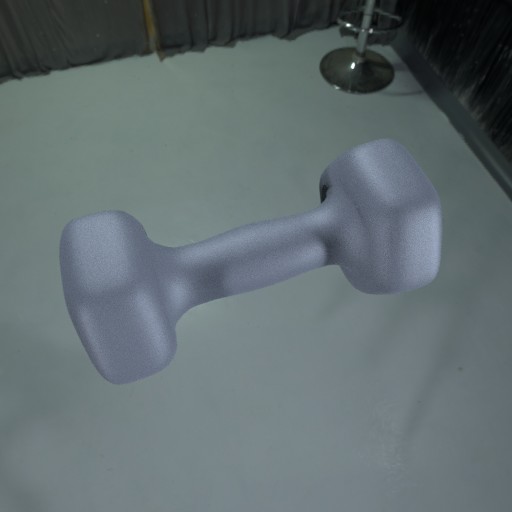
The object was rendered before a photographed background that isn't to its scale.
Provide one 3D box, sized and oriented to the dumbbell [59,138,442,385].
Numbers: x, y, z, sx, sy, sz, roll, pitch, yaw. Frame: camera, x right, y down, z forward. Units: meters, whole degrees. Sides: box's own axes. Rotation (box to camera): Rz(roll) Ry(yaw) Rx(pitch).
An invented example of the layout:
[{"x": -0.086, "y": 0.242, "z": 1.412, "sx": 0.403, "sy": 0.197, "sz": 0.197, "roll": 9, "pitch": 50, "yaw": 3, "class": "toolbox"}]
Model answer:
[{"x": 0.000, "y": 0.000, "z": 0.302, "sx": 0.240, "sy": 0.105, "sz": 0.116, "roll": -16, "pitch": 59, "yaw": -10, "class": "dumbbell"}]
